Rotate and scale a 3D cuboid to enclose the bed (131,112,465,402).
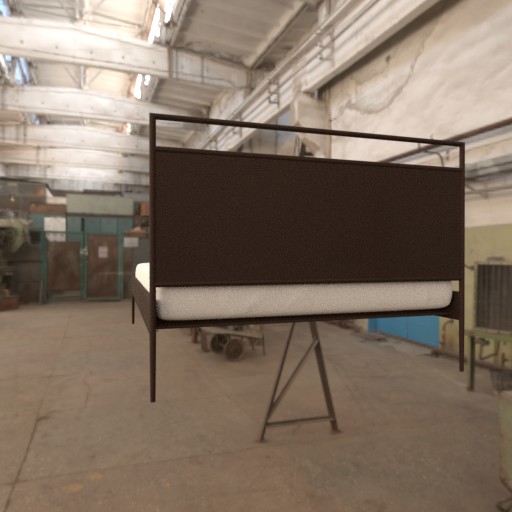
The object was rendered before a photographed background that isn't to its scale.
[{"bbox_3d":[0.000,0.000,3.034,1.572,1.173,2.122,0,0,-18],"label":"bed"}]
